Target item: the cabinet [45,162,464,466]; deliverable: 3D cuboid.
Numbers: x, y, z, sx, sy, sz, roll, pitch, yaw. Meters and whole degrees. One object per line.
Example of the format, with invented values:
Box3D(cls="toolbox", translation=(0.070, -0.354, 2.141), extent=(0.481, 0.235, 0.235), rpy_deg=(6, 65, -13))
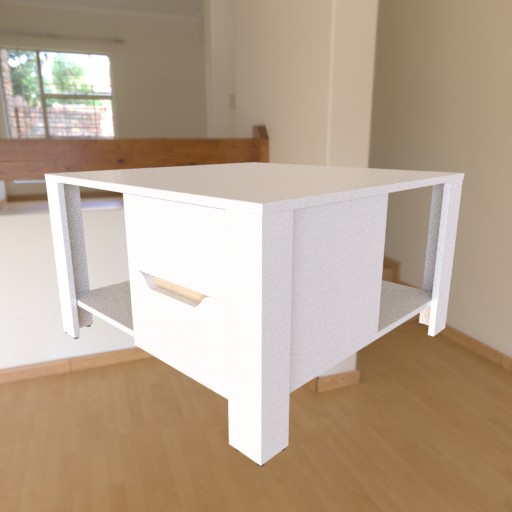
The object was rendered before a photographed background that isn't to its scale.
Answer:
Box3D(cls="cabinet", translation=(0.000, 0.000, 1.252), extent=(0.800, 0.460, 0.800), rpy_deg=(14, 20, 42))
